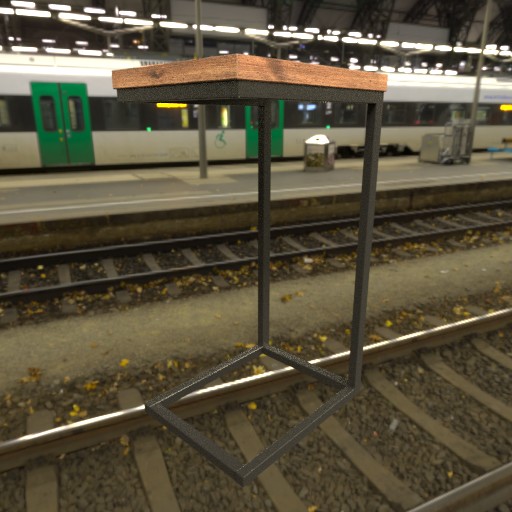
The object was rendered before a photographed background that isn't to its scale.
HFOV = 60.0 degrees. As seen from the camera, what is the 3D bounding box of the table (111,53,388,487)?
[{"bbox_3d":[0.000,0.000,0.935,0.323,0.718,0.414,16,23,41],"label":"table"}]
